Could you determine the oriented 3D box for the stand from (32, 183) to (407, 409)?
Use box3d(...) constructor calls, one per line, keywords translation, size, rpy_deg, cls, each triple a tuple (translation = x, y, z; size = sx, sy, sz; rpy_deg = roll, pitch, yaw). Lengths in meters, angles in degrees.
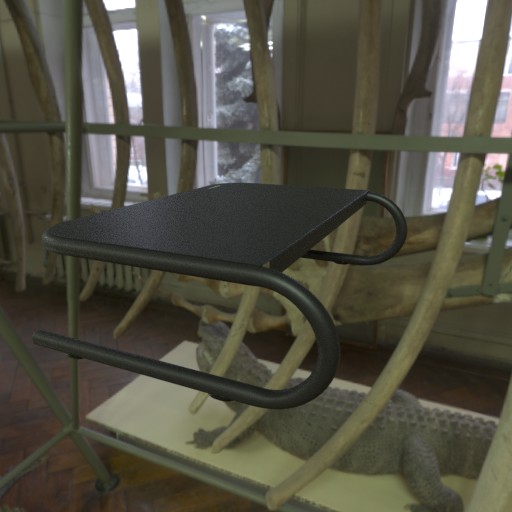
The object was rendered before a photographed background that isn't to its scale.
box3d(translation=(0.000, 0.000, 0.491), size=(0.280, 0.108, 0.370), rpy_deg=(8, 19, 23), cls="stand")
